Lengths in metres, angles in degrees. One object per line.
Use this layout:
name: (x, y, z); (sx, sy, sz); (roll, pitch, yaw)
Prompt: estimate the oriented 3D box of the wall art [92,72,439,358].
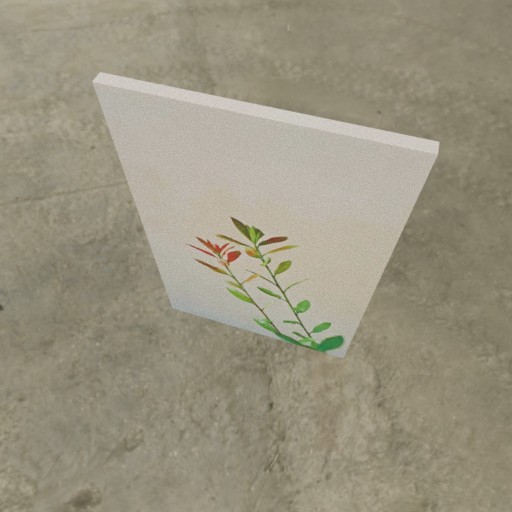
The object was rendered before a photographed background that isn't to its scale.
wall art: (0.000, 0.000, 1.425); (0.764, 1.143, 0.038); (15, 58, 9)
